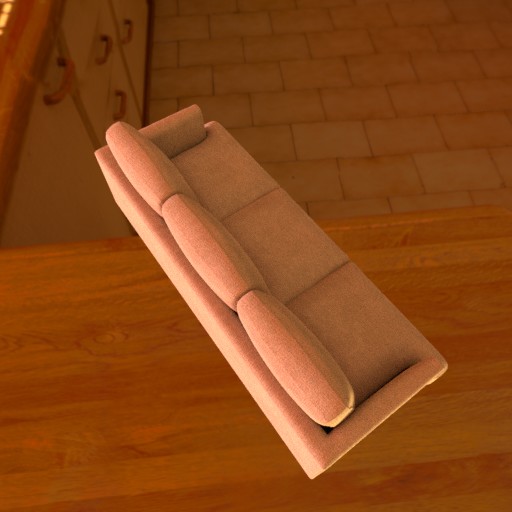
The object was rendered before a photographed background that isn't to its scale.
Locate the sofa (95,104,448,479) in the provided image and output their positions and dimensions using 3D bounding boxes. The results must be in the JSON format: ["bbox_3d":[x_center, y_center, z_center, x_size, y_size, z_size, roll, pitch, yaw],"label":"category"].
[{"bbox_3d":[0.000,0.000,2.611,0.903,0.930,2.246,-32,64,-17],"label":"sofa"}]
